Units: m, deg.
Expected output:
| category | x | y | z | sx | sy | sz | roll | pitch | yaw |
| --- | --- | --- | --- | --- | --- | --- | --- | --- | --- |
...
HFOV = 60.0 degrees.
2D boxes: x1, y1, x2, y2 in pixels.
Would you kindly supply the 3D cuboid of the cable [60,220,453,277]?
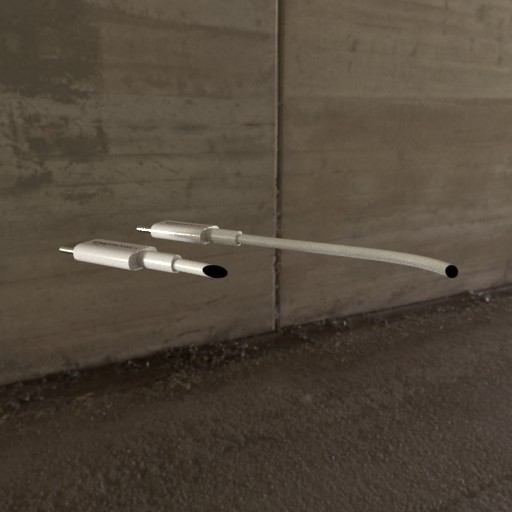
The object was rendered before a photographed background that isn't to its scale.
| category | x | y | z | sx | sy | sz | roll | pitch | yaw |
| --- | --- | --- | --- | --- | --- | --- | --- | --- | --- |
| cable | 0.000 | 0.000 | 0.113 | 0.098 | 0.005 | 0.041 | 8 | 17 | 27 |
